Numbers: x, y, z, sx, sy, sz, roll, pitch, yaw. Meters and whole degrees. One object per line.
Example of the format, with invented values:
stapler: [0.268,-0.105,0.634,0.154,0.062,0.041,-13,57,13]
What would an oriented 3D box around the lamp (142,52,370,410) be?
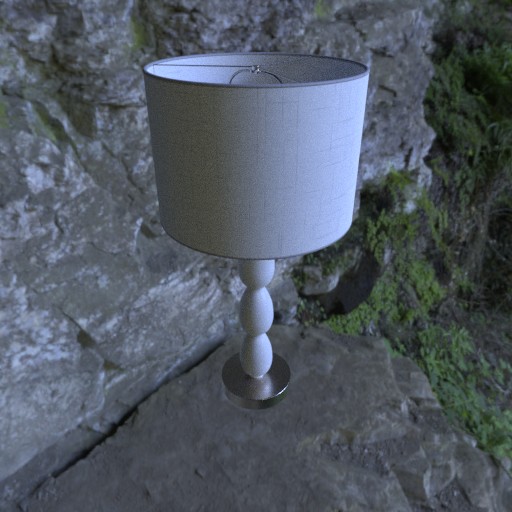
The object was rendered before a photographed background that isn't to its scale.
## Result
lamp: [0.000,0.000,0.700,0.282,0.559,0.280,22,37,32]
